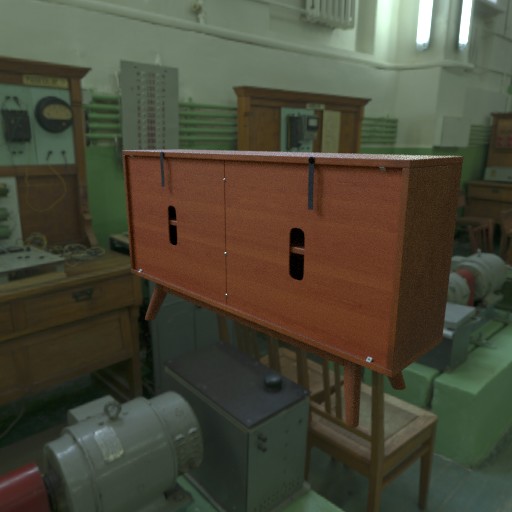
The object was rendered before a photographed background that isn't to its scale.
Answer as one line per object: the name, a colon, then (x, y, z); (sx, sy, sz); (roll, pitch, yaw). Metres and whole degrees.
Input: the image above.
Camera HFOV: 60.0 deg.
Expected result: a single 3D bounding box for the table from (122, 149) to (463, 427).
table: (0.000, 0.000, 1.534); (0.308, 0.698, 1.220); (-14, 20, -43)
